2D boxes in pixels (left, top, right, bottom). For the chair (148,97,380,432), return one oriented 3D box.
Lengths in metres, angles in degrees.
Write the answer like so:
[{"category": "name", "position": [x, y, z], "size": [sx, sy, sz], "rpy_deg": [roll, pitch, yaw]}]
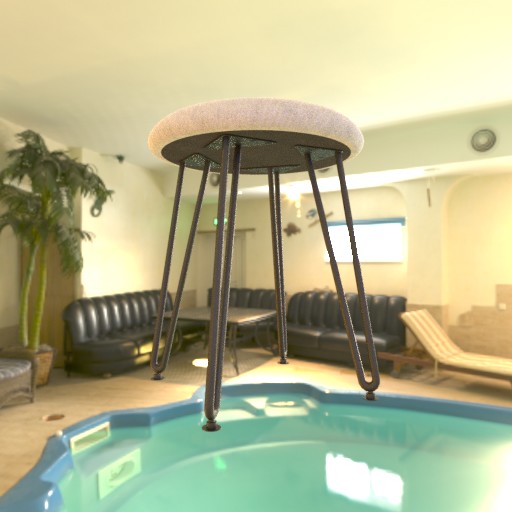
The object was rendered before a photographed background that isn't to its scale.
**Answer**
[{"category": "chair", "position": [0.000, 0.000, 0.650], "size": [0.350, 0.386, 0.350], "rpy_deg": [0, 0, 18]}]
